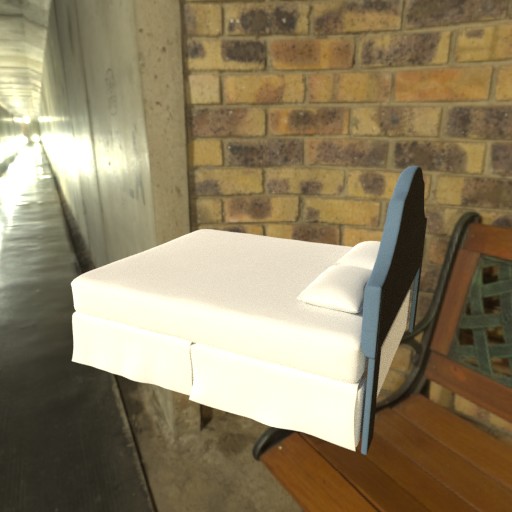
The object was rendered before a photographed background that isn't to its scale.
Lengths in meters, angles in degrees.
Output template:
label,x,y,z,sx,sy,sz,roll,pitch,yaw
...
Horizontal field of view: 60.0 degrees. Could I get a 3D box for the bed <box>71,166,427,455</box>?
label,x,y,z,sx,sy,sz,roll,pitch,yaw
bed,0.000,0.000,3.779,2.477,1.617,2.039,9,19,26
